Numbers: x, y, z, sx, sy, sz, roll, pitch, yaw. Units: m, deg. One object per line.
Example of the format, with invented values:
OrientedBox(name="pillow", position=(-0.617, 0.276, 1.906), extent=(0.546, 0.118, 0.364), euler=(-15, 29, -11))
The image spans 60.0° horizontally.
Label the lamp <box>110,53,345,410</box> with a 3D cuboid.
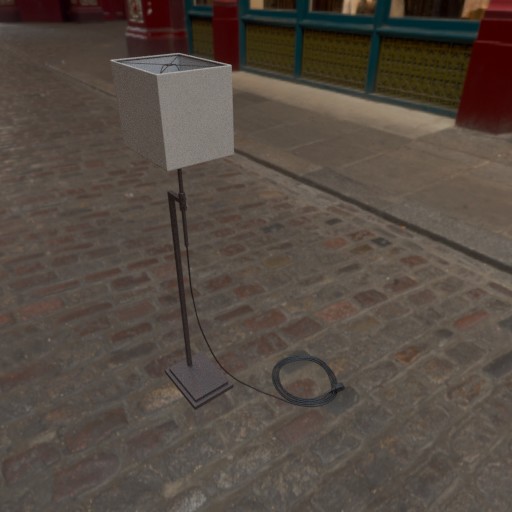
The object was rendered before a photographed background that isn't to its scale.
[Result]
OrientedBox(name="lamp", position=(0.000, 0.000, 1.972), extent=(0.774, 1.600, 0.698), euler=(-23, 39, -31))
